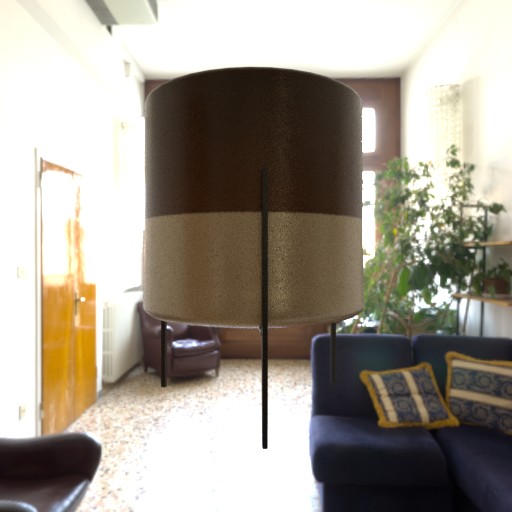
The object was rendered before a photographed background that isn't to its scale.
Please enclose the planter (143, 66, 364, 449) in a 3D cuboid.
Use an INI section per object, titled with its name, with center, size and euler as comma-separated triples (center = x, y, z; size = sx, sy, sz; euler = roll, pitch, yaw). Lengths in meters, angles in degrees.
[planter]
center = 0.000, 0.000, 0.715
size = 0.354, 0.465, 0.345
euler = 0, 0, -35
